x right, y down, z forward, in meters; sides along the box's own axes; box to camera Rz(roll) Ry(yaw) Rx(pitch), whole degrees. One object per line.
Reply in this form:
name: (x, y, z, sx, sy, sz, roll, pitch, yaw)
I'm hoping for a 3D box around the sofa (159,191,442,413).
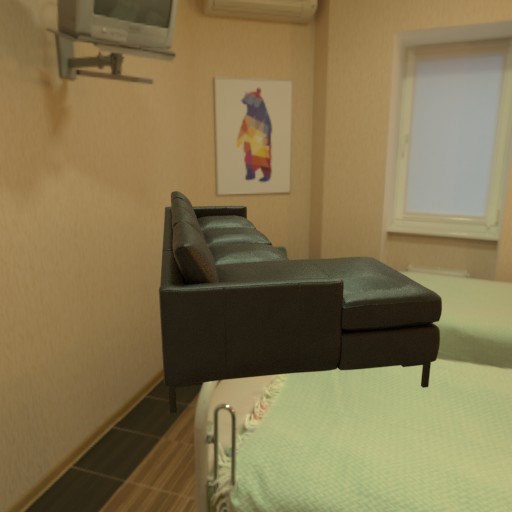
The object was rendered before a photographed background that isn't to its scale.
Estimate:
sofa: (0.000, 0.000, 3.614, 1.471, 0.859, 2.993, -3, 14, -10)
